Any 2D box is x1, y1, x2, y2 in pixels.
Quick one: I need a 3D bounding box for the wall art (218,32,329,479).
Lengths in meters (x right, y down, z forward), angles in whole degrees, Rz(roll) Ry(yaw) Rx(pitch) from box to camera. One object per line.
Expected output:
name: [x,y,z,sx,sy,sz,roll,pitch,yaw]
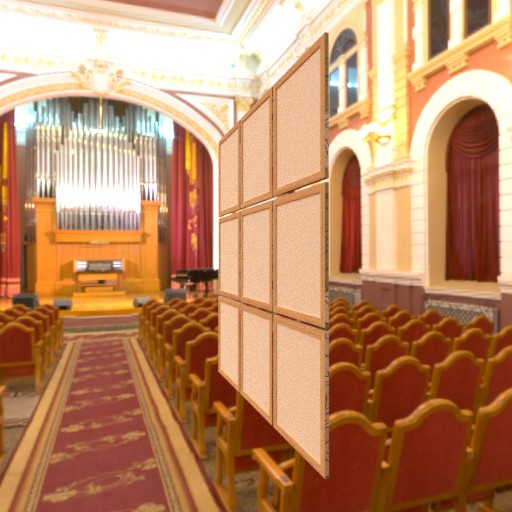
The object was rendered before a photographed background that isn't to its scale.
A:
wall art: [0.000,0.000,1.780,0.013,1.218,1.206,0,0,-19]
